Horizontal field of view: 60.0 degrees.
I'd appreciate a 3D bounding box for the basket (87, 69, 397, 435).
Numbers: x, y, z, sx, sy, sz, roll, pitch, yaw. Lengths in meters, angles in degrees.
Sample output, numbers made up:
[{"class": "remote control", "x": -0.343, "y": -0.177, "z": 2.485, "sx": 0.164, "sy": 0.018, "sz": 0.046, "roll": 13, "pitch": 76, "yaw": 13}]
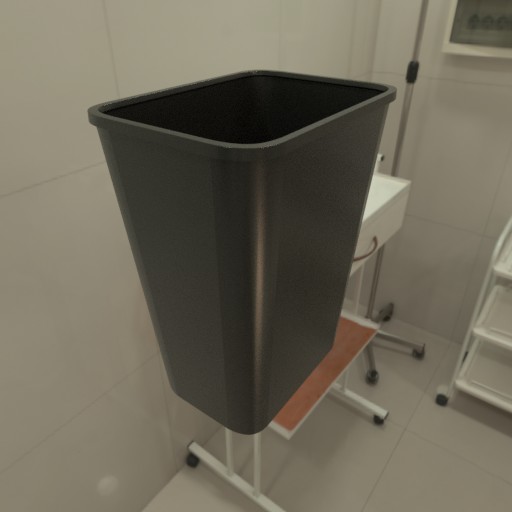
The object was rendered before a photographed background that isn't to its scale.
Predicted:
[{"class": "basket", "x": 0.000, "y": 0.000, "z": 0.753, "sx": 0.287, "sy": 0.521, "sz": 0.394, "roll": 21, "pitch": 38, "yaw": 30}]
